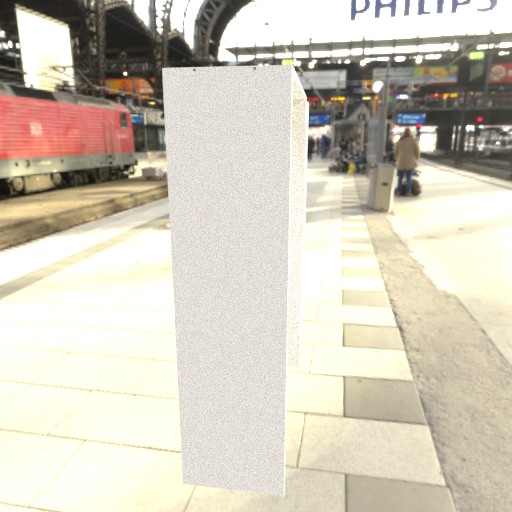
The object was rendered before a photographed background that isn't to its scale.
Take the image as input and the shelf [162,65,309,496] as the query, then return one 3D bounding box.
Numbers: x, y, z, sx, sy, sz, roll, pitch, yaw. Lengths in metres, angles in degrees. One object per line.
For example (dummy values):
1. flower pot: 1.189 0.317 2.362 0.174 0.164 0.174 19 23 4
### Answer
1. shelf: 0.000 0.000 2.584 0.500 1.820 1.600 2 15 8
